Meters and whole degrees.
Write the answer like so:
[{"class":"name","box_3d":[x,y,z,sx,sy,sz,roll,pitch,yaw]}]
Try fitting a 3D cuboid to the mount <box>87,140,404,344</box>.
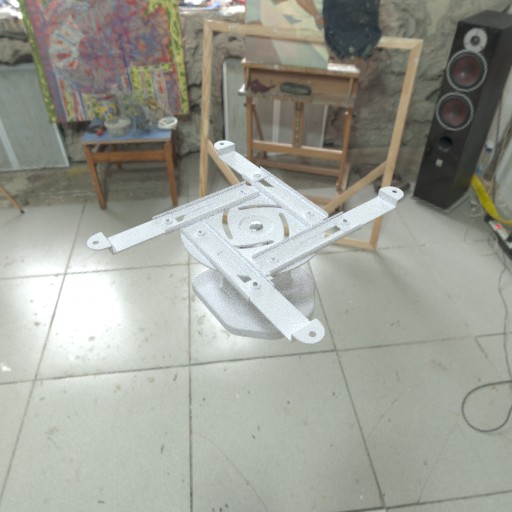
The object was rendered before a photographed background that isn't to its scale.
[{"class":"mount","box_3d":[0.000,0.000,0.618,0.394,0.141,0.394,-26,48,-26]}]
